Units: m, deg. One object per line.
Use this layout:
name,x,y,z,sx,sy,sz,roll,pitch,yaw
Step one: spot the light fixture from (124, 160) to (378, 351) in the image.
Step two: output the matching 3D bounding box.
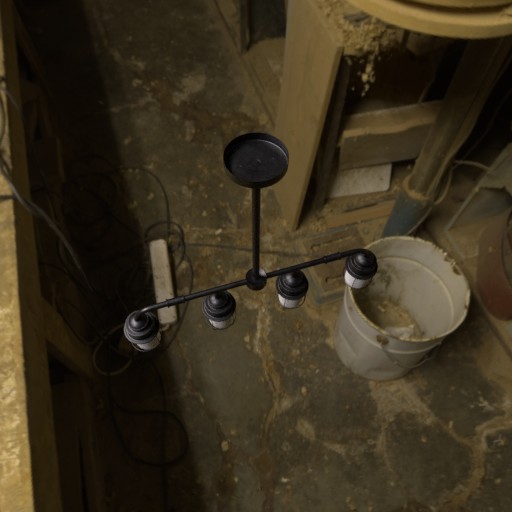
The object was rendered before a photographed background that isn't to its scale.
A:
light fixture,0.000,0.000,1.220,0.852,0.785,0.131,-15,61,-9
